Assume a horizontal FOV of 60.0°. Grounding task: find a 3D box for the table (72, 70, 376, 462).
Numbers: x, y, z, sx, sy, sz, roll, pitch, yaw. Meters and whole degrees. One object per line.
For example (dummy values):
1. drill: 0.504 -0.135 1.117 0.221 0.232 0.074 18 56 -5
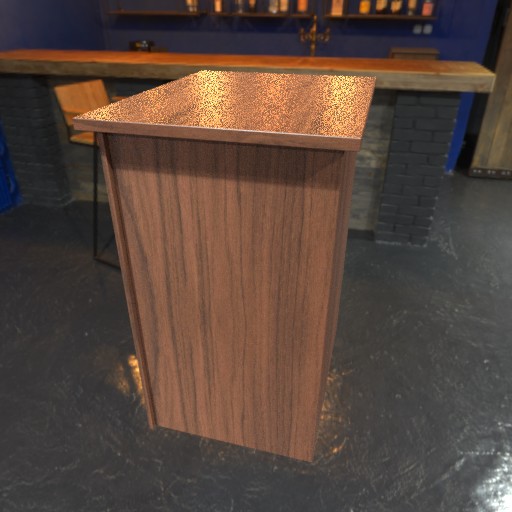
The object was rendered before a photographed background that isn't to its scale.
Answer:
1. table: 0.000 0.000 0.910 0.381 0.636 0.480 8 31 13
